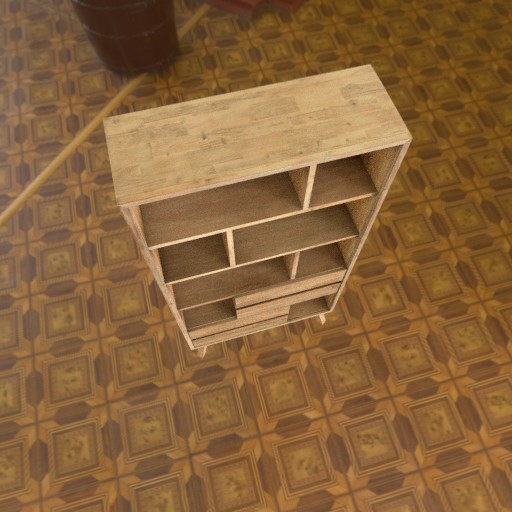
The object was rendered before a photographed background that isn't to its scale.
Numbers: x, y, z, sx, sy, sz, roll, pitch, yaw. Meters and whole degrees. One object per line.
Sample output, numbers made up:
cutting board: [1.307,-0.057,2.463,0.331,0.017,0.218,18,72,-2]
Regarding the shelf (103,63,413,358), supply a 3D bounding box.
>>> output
shelf: [0.000,0.000,1.794,0.748,1.471,0.308,-14,64,-7]
